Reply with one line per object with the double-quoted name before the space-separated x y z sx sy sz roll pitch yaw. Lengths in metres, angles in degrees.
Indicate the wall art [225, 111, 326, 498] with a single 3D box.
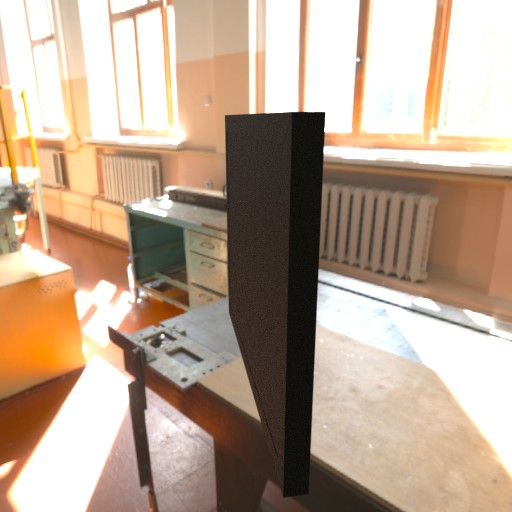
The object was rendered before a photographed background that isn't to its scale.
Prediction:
"wall art" 0.000 0.000 0.540 0.024 0.329 0.404 -3 18 -10
